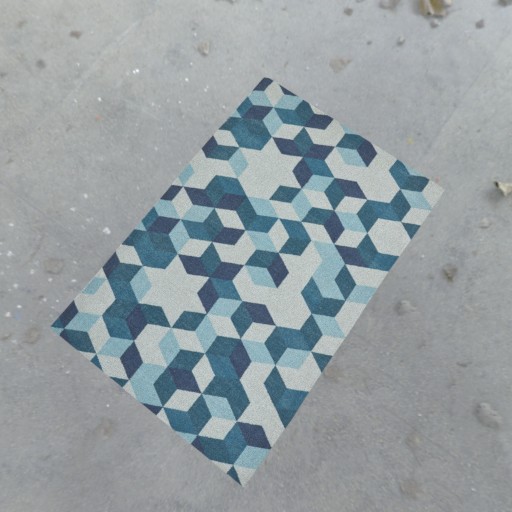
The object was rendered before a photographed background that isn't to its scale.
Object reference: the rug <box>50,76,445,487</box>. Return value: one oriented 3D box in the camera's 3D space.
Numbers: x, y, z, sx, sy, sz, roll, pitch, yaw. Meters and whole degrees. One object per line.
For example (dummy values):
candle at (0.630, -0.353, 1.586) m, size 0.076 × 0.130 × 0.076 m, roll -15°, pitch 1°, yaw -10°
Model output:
rug at (0.000, 0.000, 2.317) m, size 1.235 × 0.014 × 1.829 m, roll 36°, pitch 78°, yaw 9°
